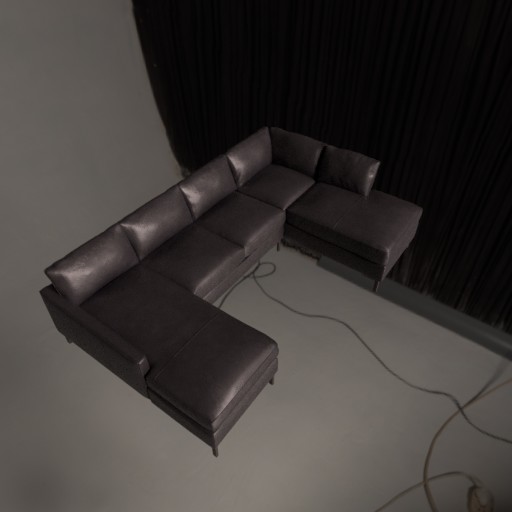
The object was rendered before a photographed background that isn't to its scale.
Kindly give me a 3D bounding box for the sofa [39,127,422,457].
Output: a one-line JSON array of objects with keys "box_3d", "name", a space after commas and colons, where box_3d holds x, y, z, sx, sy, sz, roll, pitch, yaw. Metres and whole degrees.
[{"box_3d": [0.000, 0.000, 3.926, 1.939, 0.900, 2.956, 26, 49, 26], "name": "sofa"}]
